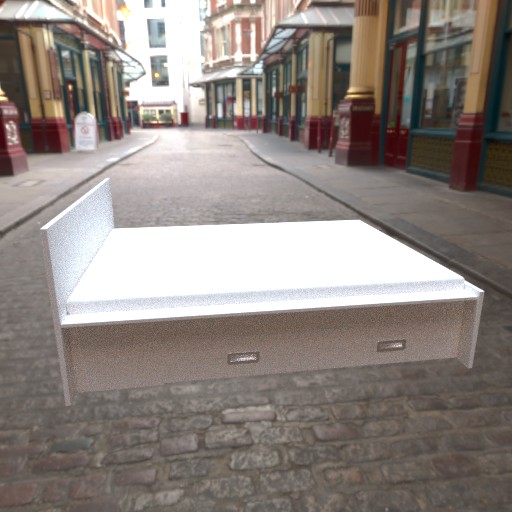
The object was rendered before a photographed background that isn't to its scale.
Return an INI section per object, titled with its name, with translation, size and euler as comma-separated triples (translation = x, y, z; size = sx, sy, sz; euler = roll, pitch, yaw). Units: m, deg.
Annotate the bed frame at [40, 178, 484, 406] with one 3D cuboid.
[bed frame]
translation = 0.000, 0.000, 2.749
size = 1.960, 0.800, 1.622
euler = -3, 17, -9
